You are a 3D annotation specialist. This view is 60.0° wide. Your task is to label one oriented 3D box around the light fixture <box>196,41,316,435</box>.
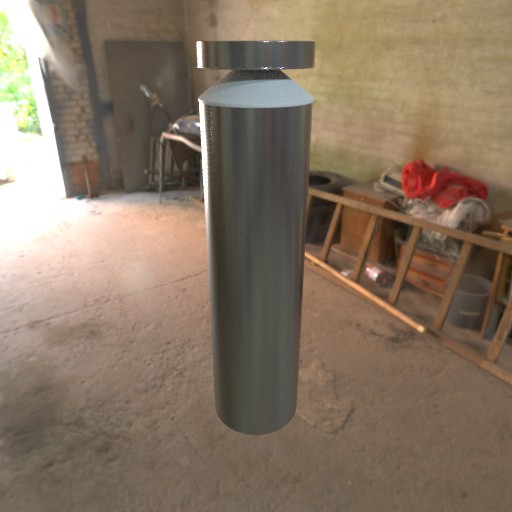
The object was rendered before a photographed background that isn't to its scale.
[{"bbox_3d":[0.000,0.000,0.459,0.102,0.400,0.102,8,27,16],"label":"light fixture"}]
